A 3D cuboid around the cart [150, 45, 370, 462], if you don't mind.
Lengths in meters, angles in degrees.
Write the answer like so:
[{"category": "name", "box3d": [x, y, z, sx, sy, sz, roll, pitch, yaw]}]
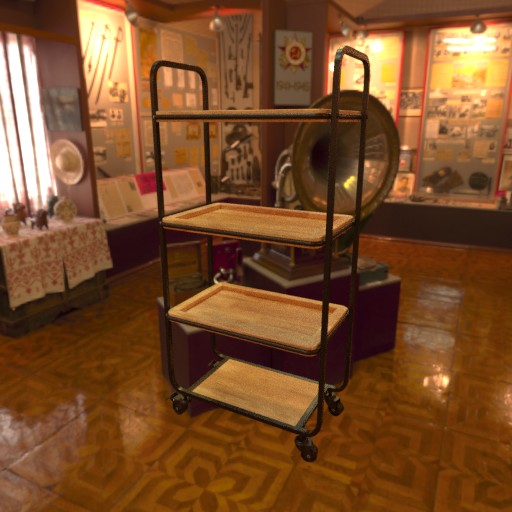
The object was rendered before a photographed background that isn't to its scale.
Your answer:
[{"category": "cart", "box3d": [0.000, 0.000, 1.312, 0.545, 1.080, 0.321, 9, 19, 27]}]
